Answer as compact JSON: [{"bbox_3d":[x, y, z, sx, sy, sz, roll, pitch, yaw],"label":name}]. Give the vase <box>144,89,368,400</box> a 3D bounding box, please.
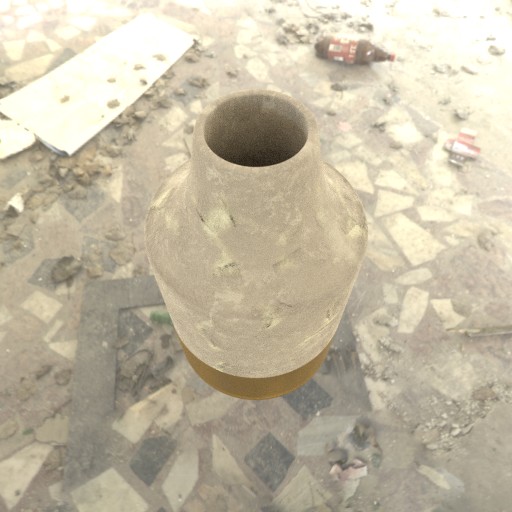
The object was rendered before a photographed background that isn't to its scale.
[{"bbox_3d":[0.000,0.000,0.410,0.184,0.305,0.184,0,58,0],"label":"vase"}]
